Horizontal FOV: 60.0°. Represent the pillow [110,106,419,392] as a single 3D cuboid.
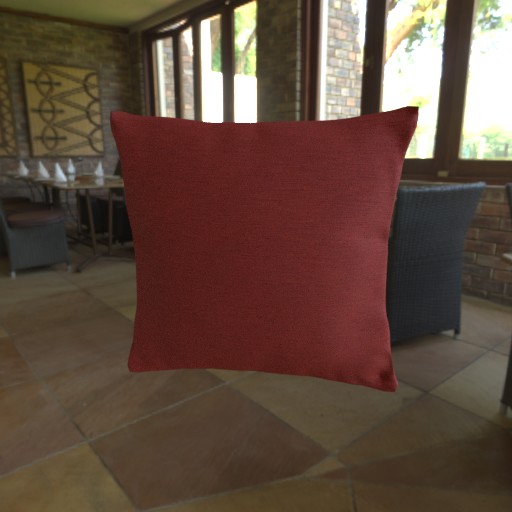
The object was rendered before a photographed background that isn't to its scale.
[{"bbox_3d":[0.000,0.000,0.653,0.435,0.416,0.151,2,14,9],"label":"pillow"}]
